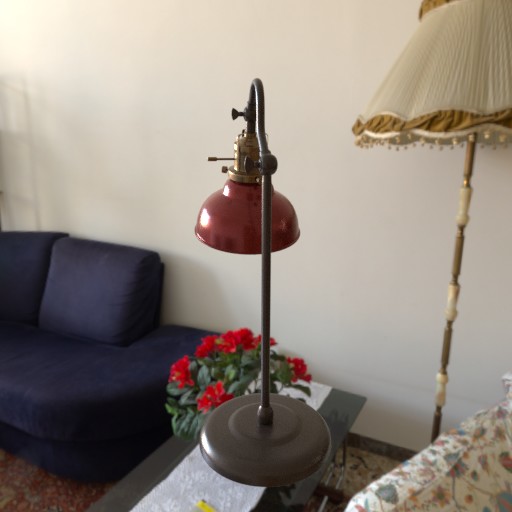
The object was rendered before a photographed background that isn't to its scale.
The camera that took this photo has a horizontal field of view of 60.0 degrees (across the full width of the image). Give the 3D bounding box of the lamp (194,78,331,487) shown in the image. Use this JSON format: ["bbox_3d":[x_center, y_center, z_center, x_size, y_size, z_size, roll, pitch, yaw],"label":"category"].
[{"bbox_3d":[0.000,0.000,0.677,0.192,0.508,0.374,-2,14,-8],"label":"lamp"}]
